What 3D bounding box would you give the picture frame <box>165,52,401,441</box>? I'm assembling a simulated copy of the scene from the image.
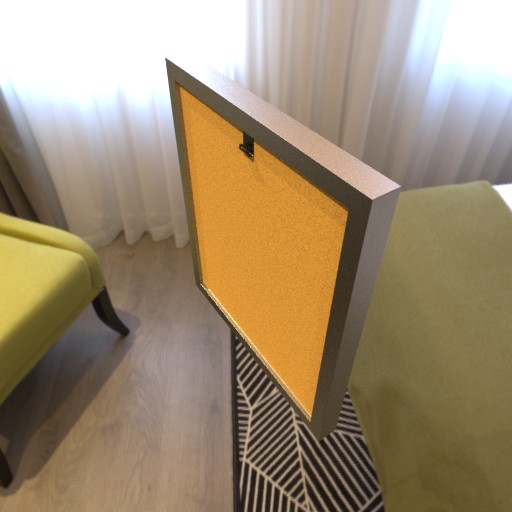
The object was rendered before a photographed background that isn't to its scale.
[{"bbox_3d":[0.000,0.000,1.376,0.073,0.968,0.839,-25,49,-24],"label":"picture frame"}]
